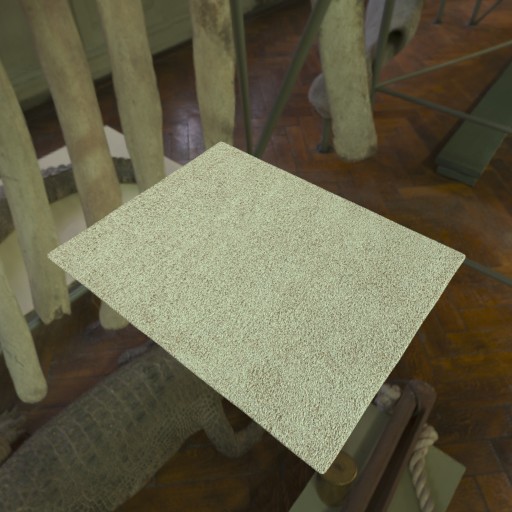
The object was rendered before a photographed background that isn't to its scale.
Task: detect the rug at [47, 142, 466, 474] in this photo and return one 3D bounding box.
[{"bbox_3d":[0.000,0.000,4.104,3.047,0.029,2.438,30,54,25],"label":"rug"}]
